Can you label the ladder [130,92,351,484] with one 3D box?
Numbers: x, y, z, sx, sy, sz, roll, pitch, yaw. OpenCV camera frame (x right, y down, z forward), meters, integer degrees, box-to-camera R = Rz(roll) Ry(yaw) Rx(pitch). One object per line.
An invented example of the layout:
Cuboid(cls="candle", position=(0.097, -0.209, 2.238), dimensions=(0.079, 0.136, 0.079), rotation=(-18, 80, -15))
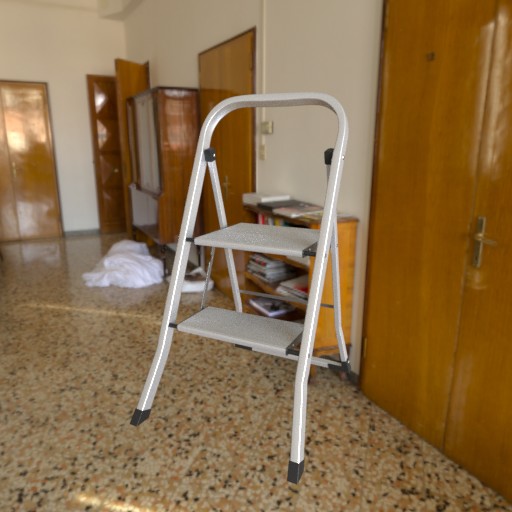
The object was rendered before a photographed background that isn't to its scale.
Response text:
Cuboid(cls="ladder", position=(0.000, 0.000, 1.169), dimensions=(0.465, 0.830, 0.530), rotation=(7, 16, 26))
